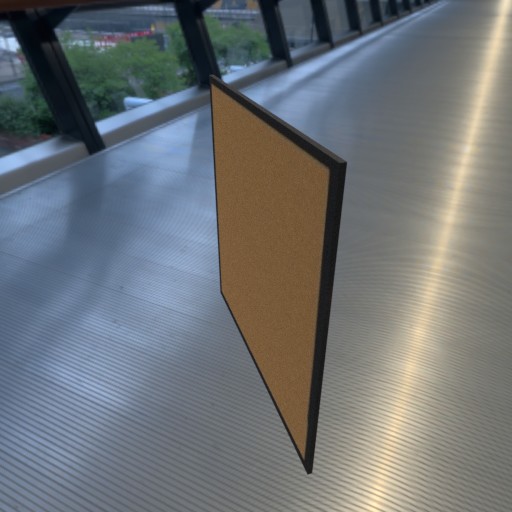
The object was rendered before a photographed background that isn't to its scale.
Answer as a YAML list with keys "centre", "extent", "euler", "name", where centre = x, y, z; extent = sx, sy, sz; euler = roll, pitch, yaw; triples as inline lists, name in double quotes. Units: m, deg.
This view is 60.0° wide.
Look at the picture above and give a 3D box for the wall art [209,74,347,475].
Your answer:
- centre: [0.000, 0.000, 1.241]
  extent: [0.013, 0.823, 0.823]
  euler: [-11, 33, -16]
  name: "wall art"
